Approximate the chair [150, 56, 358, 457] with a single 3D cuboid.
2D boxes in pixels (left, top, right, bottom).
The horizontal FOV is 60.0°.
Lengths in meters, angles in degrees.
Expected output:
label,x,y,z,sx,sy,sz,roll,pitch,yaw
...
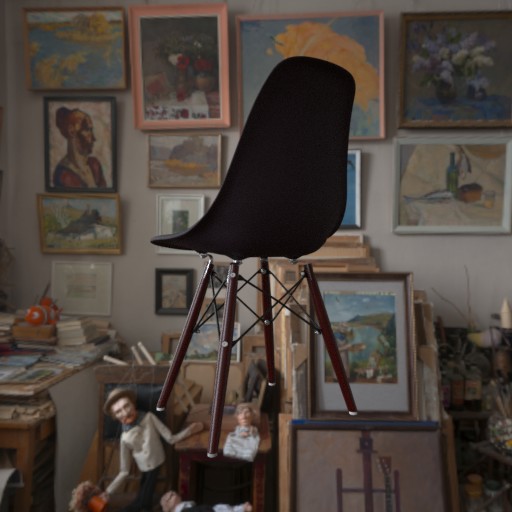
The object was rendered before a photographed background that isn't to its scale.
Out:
label,x,y,z,sx,sy,sz,roll,pitch,yaw
chair,0.000,0.000,1.155,0.470,0.826,0.533,0,1,-36
